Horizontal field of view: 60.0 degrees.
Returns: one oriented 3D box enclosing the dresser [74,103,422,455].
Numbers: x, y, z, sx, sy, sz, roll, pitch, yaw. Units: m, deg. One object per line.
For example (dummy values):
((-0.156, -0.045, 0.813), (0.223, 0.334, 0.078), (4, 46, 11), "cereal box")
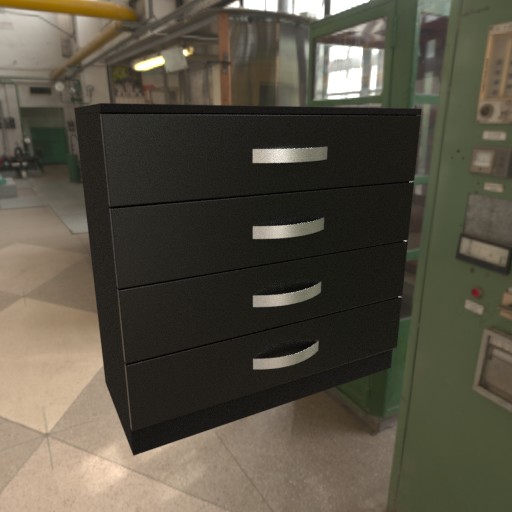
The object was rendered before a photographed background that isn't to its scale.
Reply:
((0.000, 0.000, 1.137), (0.750, 0.720, 0.360), (-9, 19, -27), "dresser")
